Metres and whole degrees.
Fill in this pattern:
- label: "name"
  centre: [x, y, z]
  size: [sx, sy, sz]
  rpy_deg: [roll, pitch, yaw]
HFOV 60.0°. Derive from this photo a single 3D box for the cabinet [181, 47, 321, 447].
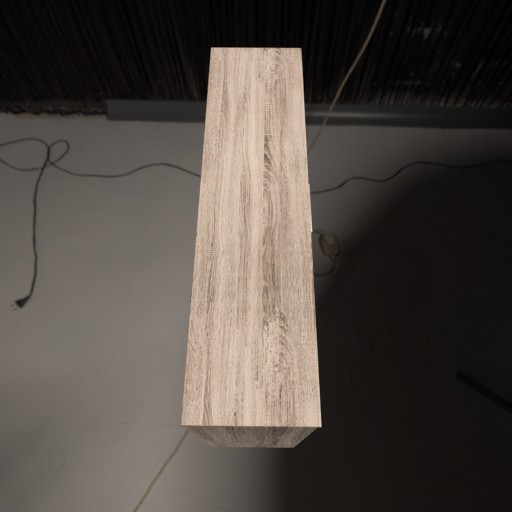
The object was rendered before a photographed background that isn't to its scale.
- label: "cabinet"
  centre: [0.000, 0.000, 1.886]
  size: [0.380, 0.900, 1.450]
  rpy_deg: [0, 63, 0]
